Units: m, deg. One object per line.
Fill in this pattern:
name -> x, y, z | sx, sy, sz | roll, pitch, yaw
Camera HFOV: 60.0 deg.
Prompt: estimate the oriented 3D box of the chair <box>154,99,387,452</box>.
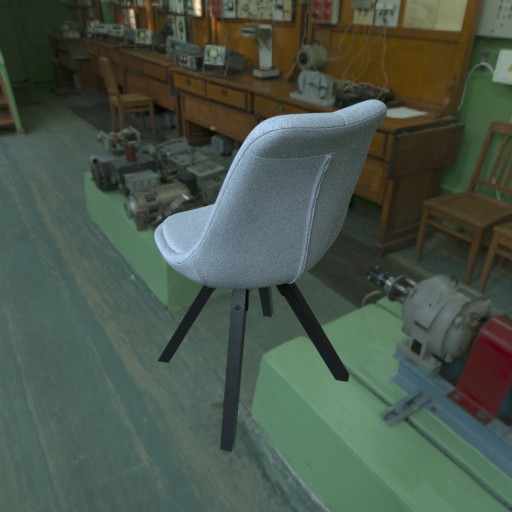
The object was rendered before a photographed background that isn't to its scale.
chair -> 0.000, 0.000, 1.182 | 0.485, 0.850, 0.550 | -20, 36, -30
